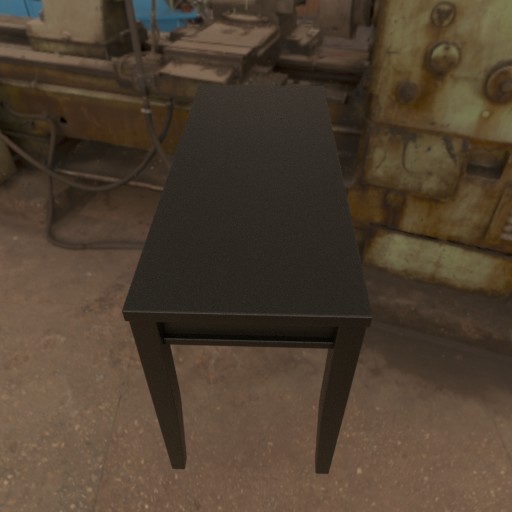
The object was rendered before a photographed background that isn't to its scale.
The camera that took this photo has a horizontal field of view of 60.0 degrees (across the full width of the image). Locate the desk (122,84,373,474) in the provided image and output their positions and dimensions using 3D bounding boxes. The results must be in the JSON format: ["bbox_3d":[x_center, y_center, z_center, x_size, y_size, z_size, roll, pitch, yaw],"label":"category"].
[{"bbox_3d":[0.000,0.000,1.603,0.508,0.775,1.220,1,42,1],"label":"desk"}]
